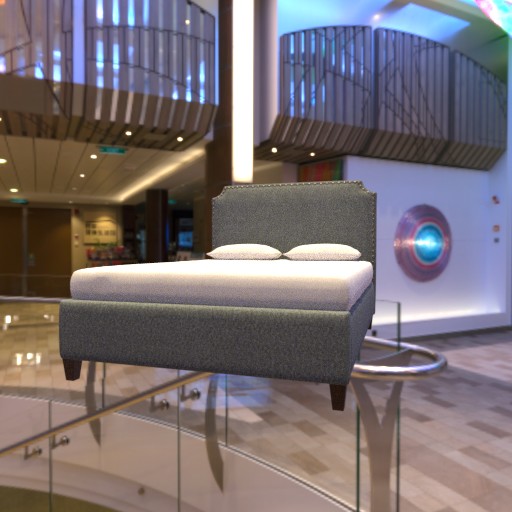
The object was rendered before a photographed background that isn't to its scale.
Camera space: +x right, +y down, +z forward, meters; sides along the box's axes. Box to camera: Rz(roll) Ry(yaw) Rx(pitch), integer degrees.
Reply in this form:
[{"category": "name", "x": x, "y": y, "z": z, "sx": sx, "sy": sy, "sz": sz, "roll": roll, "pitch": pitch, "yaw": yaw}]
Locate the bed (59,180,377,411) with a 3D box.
[{"category": "bed", "x": 0.000, "y": 0.000, "z": 3.458, "sx": 1.712, "sy": 1.443, "sz": 2.372, "roll": 0, "pitch": 1, "yaw": 18}]
